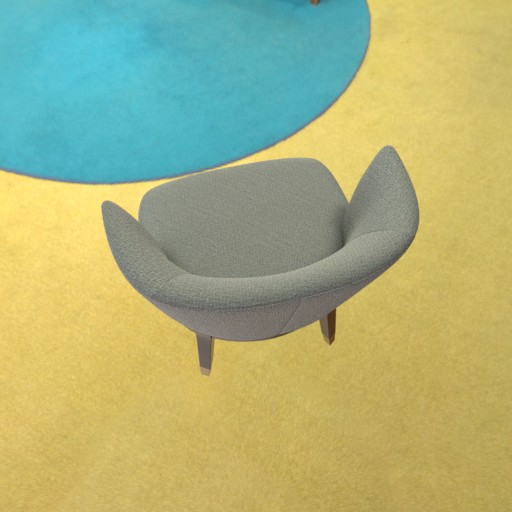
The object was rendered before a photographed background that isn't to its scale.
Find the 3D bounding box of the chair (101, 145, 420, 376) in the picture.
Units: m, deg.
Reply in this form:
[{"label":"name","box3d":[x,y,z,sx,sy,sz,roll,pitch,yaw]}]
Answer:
[{"label":"chair","box3d":[0.000,0.000,1.294,0.700,0.760,0.660,-13,59,-8]}]
